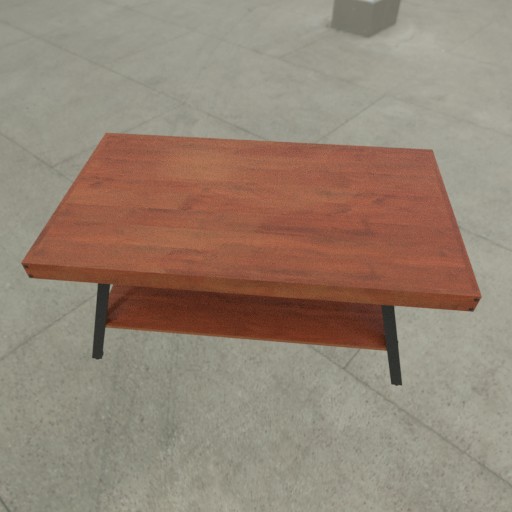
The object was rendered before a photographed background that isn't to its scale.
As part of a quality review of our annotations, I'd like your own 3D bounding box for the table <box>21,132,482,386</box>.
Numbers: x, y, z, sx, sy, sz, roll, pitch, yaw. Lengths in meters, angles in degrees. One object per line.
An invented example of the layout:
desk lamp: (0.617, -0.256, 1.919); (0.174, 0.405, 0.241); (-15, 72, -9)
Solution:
table: (0.000, 0.000, 1.395); (1.067, 0.457, 0.610); (4, 45, 4)
